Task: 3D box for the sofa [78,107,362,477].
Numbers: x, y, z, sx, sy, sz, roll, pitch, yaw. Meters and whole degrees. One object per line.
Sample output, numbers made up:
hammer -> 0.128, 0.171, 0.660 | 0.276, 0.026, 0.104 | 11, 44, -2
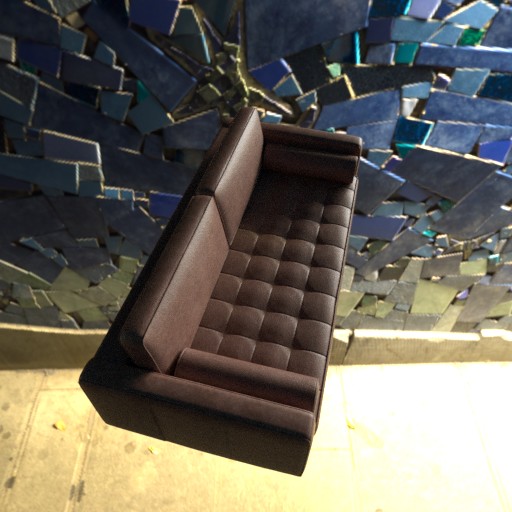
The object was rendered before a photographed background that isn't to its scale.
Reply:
sofa -> 0.000, 0.000, 2.288 | 0.910, 0.760, 1.870 | 11, 50, 9
